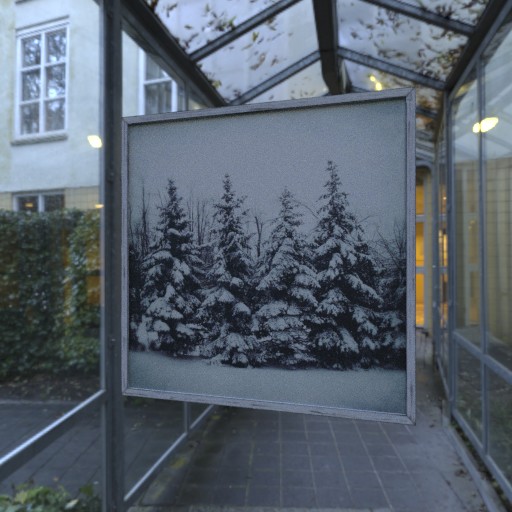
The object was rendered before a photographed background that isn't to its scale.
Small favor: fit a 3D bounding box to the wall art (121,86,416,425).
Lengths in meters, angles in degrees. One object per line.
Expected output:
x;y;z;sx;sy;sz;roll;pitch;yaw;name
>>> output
0.000;0.000;1.122;0.761;0.761;0.037;0;0;17;wall art
